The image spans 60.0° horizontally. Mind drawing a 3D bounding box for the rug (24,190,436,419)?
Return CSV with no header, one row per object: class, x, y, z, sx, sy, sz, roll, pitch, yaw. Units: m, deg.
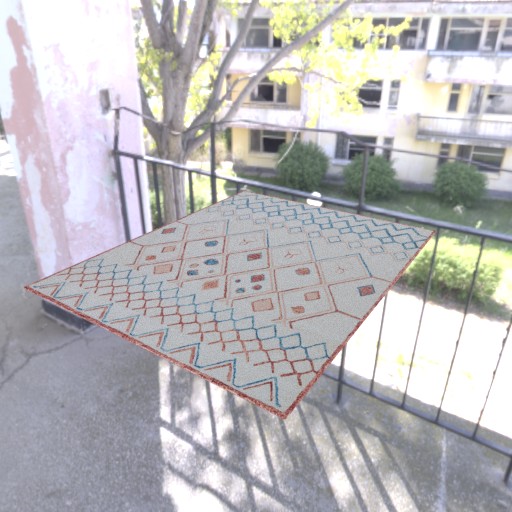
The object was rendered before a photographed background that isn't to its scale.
rug,0.000,0.000,4.068,2.441,0.016,3.050,17,31,30
